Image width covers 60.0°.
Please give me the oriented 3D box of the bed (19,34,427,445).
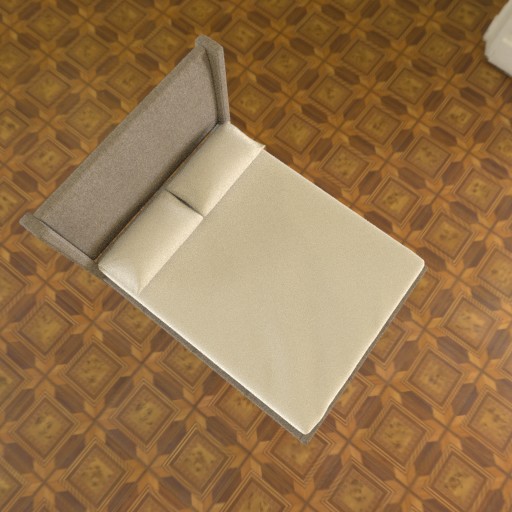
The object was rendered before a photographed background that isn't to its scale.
[{"bbox_3d":[0.000,0.000,3.315,2.245,1.481,1.714,36,77,10],"label":"bed"}]
